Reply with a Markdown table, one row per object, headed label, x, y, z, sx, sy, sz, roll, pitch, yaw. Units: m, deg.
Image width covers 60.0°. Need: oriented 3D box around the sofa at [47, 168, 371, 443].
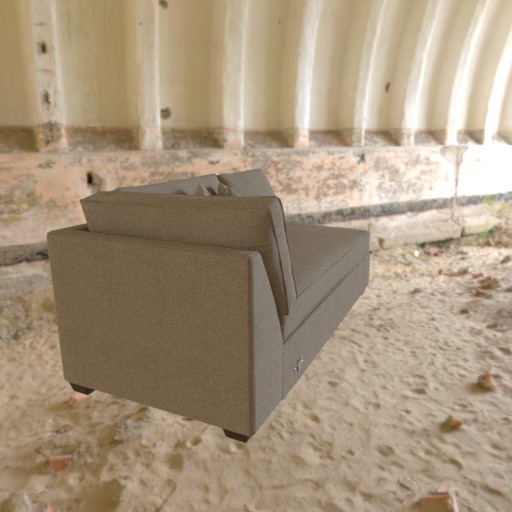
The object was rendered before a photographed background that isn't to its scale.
| label | x | y | z | sx | sy | sz | roll | pitch | yaw |
| --- | --- | --- | --- | --- | --- | --- | --- | --- | --- |
| sofa | 0.000 | 0.000 | 2.855 | 1.110 | 1.019 | 2.238 | 7 | 16 | 25 |
